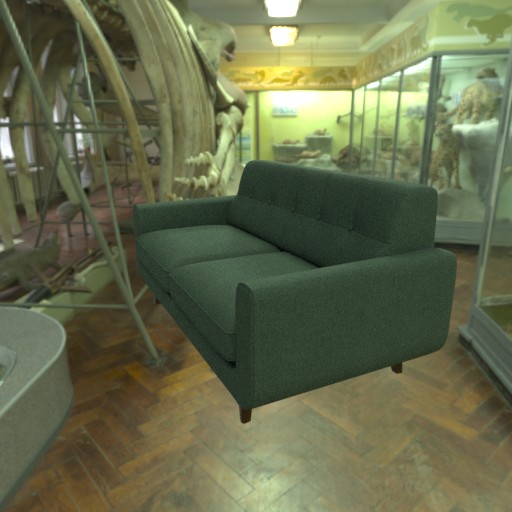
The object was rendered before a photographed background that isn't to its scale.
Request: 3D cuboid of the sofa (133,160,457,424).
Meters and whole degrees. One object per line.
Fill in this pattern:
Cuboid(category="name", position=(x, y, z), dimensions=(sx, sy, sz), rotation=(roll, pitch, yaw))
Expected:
Cuboid(category="sofa", position=(0.000, 0.000, 2.212), dimensions=(0.909, 0.841, 1.631), rotation=(-8, 19, -26))
